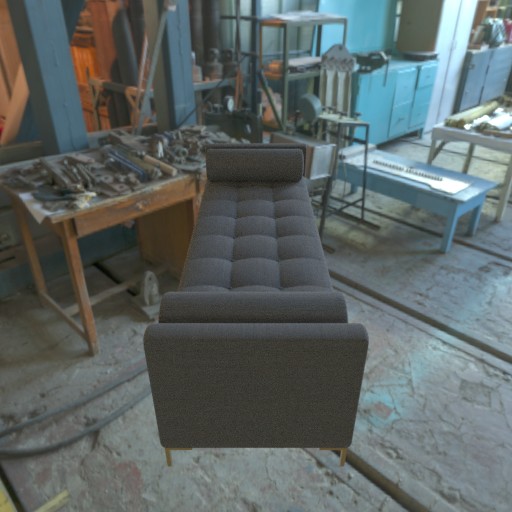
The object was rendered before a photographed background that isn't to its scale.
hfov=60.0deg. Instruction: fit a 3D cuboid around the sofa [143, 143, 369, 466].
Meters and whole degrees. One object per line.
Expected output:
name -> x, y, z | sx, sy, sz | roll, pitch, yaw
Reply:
sofa -> 0.000, 0.000, 2.316 | 0.686, 0.635, 1.981 | 0, 31, 0
